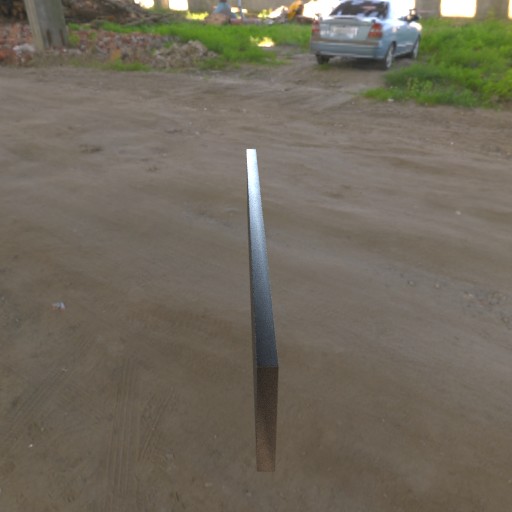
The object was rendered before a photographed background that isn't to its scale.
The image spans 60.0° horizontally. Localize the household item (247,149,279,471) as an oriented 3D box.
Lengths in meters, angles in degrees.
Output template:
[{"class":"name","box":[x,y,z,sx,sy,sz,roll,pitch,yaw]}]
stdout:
[{"class":"household item","box":[0.000,0.000,1.101,0.030,0.236,1.001,-1,30,-2]}]
